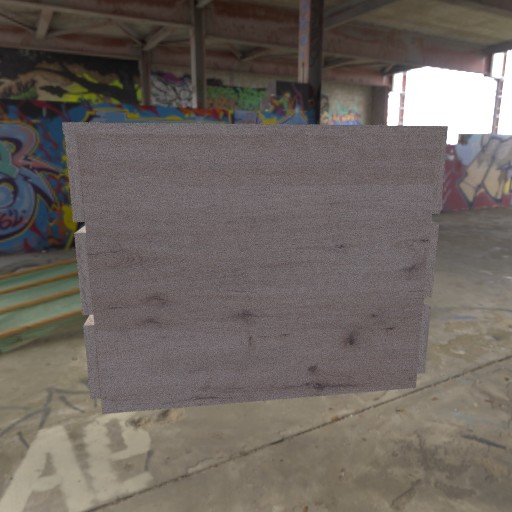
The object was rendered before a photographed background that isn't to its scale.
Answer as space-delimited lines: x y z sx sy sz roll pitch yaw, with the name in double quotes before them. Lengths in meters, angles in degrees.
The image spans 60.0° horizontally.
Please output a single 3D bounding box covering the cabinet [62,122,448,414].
"cabinet" 0.000 0.000 1.476 1.040 0.820 0.420 -2 14 -8
